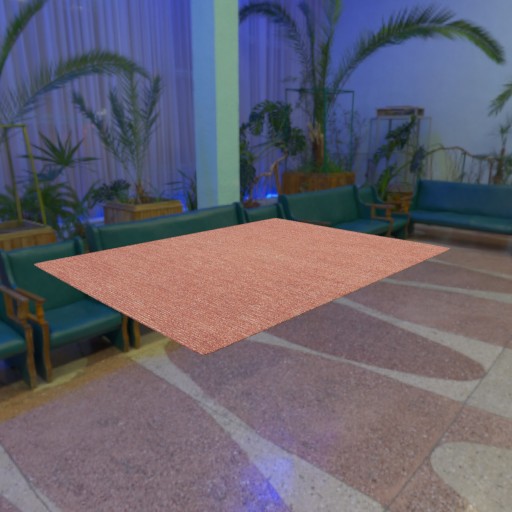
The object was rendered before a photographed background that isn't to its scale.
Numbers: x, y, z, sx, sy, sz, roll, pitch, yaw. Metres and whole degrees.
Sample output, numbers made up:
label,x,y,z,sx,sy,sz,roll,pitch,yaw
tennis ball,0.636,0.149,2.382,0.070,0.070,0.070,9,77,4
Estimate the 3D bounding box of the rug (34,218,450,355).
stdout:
label,x,y,z,sx,sy,sz,roll,pitch,yaw
rug,0.000,0.000,2.777,1.594,0.009,2.112,15,21,43
